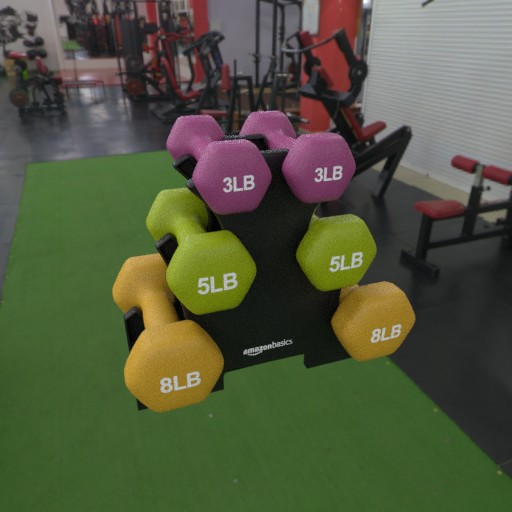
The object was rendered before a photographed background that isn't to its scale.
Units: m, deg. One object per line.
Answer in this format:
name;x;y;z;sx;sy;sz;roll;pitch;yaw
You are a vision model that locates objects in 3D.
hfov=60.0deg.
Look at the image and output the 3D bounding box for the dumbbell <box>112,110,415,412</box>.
dumbbell;0.000;0.000;0.468;0.300;0.271;0.190;-9;28;-17
